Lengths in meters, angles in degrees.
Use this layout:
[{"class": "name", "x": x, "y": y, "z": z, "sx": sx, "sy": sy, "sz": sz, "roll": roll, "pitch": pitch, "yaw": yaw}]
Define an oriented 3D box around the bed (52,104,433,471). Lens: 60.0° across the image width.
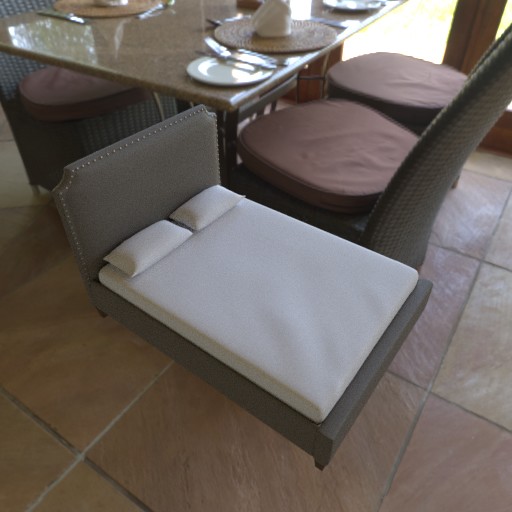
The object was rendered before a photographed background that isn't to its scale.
[{"class": "bed", "x": 0.000, "y": 0.000, "z": 3.466, "sx": 2.372, "sy": 1.443, "sz": 1.712, "roll": 26, "pitch": 47, "yaw": 27}]
